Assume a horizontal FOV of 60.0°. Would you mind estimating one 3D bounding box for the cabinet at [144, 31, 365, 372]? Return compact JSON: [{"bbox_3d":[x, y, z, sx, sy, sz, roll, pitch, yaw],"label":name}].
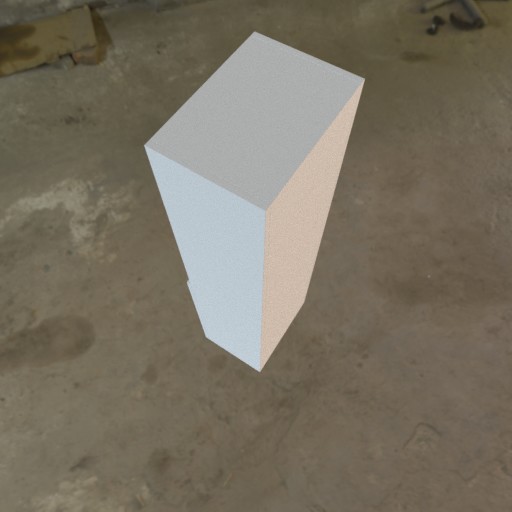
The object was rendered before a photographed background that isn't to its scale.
[{"bbox_3d":[0.000,0.000,1.517,0.300,1.350,0.400,30,67,14],"label":"cabinet"}]
